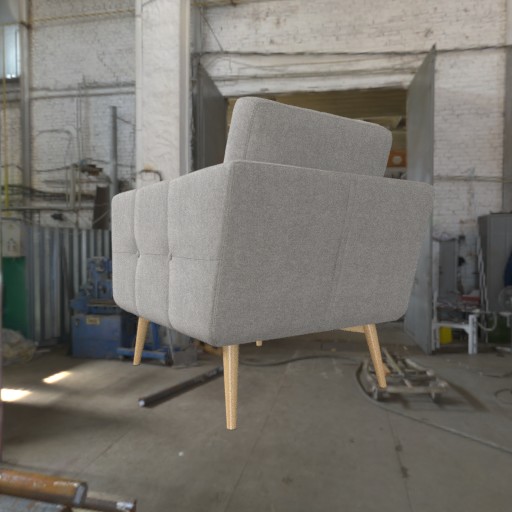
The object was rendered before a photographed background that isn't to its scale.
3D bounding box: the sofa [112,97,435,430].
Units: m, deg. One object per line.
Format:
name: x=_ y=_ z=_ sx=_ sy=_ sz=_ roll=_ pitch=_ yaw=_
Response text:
sofa: x=0.000 y=0.000 z=1.544 sx=0.770 sy=0.860 sz=0.920 roll=-1 pitch=2 yaw=-34
